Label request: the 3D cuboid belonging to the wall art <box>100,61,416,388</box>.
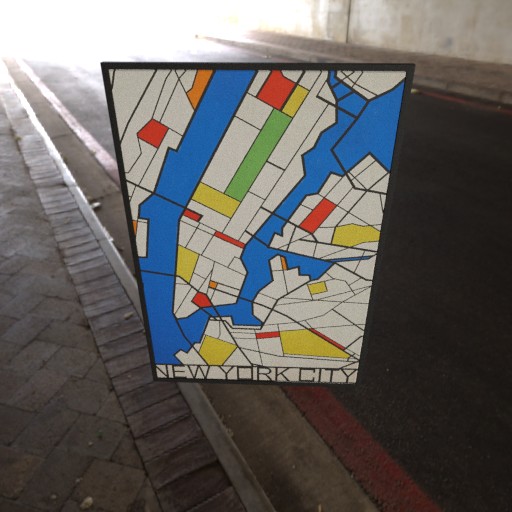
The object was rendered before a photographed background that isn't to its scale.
[{"bbox_3d":[0.000,0.000,0.816,0.457,0.657,0.013,1,31,2],"label":"wall art"}]
